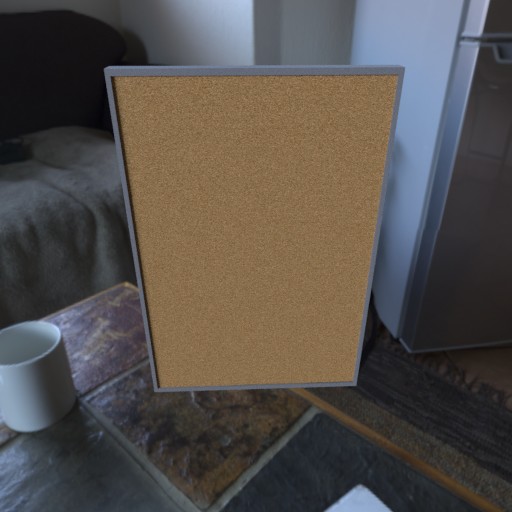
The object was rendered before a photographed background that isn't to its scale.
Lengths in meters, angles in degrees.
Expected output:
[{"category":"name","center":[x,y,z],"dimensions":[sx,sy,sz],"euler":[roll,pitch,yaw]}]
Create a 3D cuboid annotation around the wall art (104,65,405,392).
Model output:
[{"category":"wall art","center":[0.000,0.000,0.952],"dimensions":[0.511,0.753,0.039],"euler":[-1,30,-2]}]
